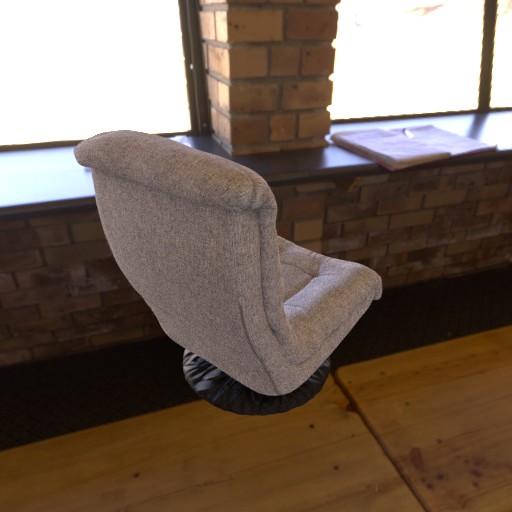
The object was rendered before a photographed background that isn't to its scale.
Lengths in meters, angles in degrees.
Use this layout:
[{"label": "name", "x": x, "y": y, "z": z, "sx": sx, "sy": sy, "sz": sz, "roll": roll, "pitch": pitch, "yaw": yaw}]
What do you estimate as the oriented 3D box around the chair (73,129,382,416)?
[{"label": "chair", "x": 0.000, "y": 0.000, "z": 0.985, "sx": 0.400, "sy": 0.600, "sz": 0.583, "roll": 22, "pitch": 36, "yaw": 34}]
